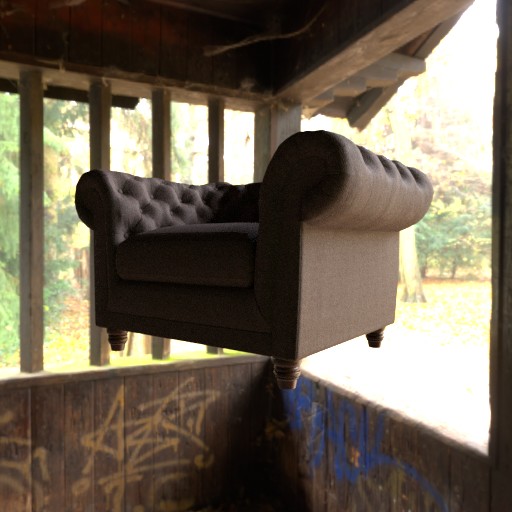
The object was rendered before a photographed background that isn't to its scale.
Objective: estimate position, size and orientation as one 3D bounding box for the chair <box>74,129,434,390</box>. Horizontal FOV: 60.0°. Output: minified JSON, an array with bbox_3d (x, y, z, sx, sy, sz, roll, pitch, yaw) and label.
[{"bbox_3d":[0.000,0.000,1.903,1.298,0.780,0.945,1,1,37],"label":"chair"}]
